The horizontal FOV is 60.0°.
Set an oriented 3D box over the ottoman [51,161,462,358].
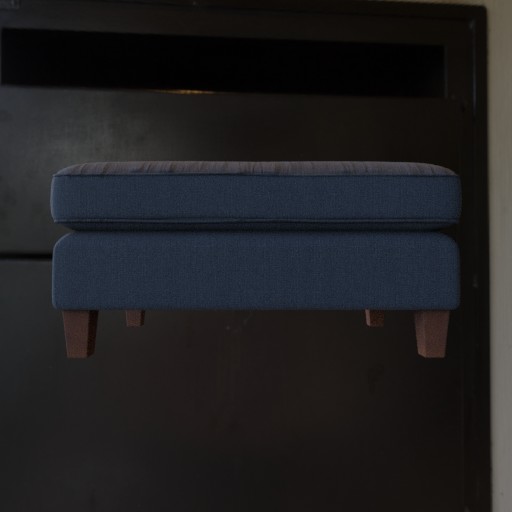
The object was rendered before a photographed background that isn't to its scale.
[{"bbox_3d":[0.000,0.000,1.192,0.885,0.438,0.570,0,-1,0],"label":"ottoman"}]
